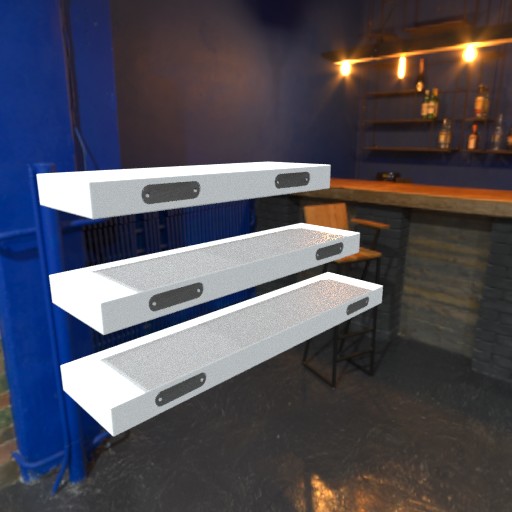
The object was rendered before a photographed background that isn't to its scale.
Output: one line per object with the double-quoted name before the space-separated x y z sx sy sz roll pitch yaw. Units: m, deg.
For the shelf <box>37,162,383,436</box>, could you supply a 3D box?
"shelf" 0.000 0.000 0.732 0.140 0.293 0.610 14 20 43
